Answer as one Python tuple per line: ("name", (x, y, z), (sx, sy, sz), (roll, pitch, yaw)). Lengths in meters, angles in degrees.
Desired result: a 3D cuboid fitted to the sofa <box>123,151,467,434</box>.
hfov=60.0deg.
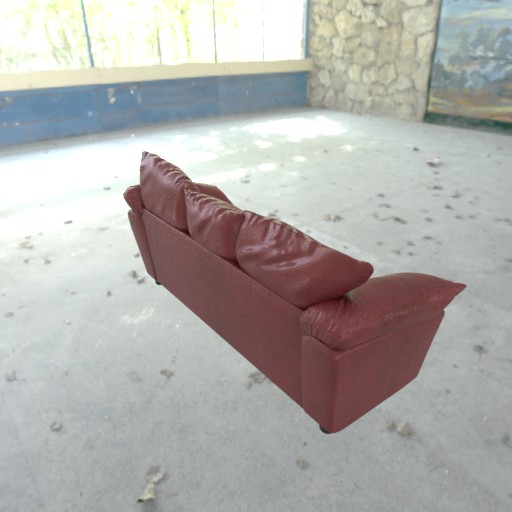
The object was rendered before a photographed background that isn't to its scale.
("sofa", (0.000, 0.000, 2.932), (0.907, 1.091, 2.390), (-19, 32, -33))
